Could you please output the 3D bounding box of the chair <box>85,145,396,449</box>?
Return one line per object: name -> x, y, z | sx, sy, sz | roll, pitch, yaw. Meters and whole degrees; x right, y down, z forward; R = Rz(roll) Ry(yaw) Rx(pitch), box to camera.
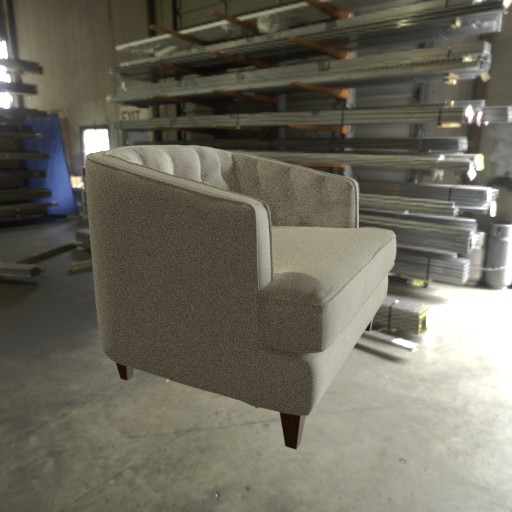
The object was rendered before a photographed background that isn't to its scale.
chair -> 0.000, 0.000, 1.751 | 0.941, 0.852, 1.104 | 7, 15, 26
